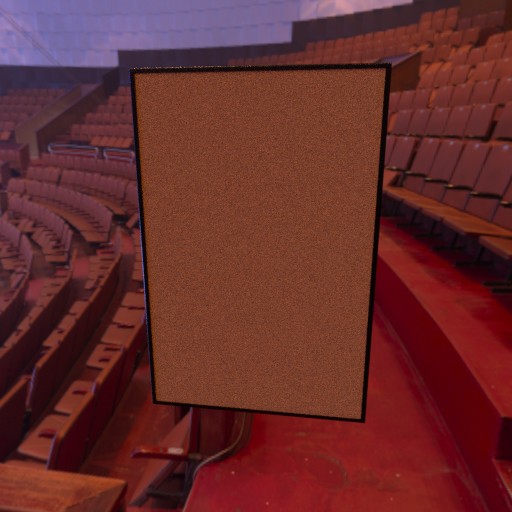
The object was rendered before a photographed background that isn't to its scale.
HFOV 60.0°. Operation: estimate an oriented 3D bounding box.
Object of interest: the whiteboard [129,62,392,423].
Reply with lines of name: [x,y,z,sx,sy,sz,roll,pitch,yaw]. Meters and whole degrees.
whiteboard: [0.000,0.000,0.769,0.406,0.611,0.026,2,15,8]
